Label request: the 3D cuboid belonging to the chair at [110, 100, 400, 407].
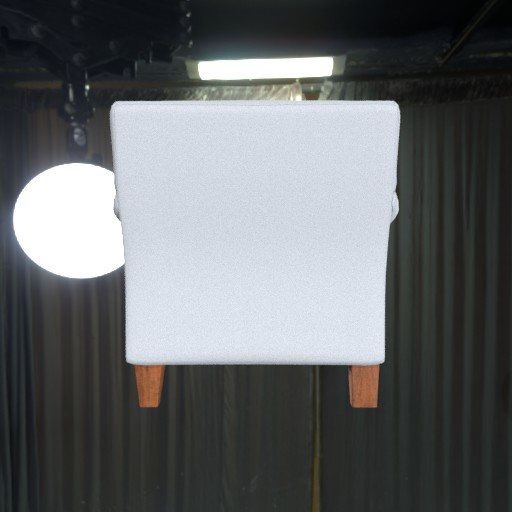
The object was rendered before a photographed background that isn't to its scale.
[{"bbox_3d":[0.000,0.000,1.853,0.955,1.038,1.070,0,0,0],"label":"chair"}]
